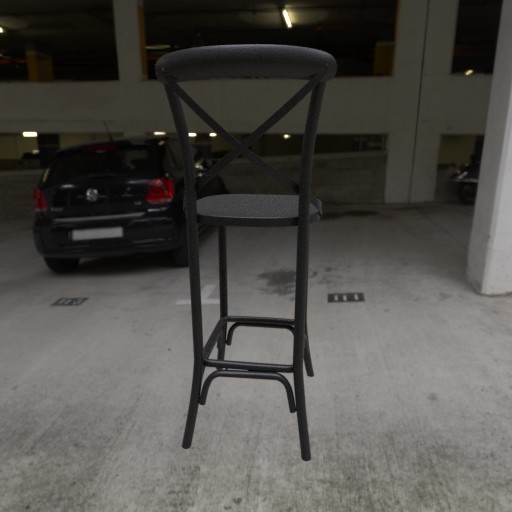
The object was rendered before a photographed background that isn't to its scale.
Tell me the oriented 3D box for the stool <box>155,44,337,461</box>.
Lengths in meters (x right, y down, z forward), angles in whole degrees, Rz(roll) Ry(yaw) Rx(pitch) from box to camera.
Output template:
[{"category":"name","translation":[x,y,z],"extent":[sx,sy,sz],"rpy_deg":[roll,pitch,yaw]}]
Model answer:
[{"category":"stool","translation":[0.000,0.000,1.450],"extent":[0.457,1.168,0.584],"rpy_deg":[2,16,8]}]
